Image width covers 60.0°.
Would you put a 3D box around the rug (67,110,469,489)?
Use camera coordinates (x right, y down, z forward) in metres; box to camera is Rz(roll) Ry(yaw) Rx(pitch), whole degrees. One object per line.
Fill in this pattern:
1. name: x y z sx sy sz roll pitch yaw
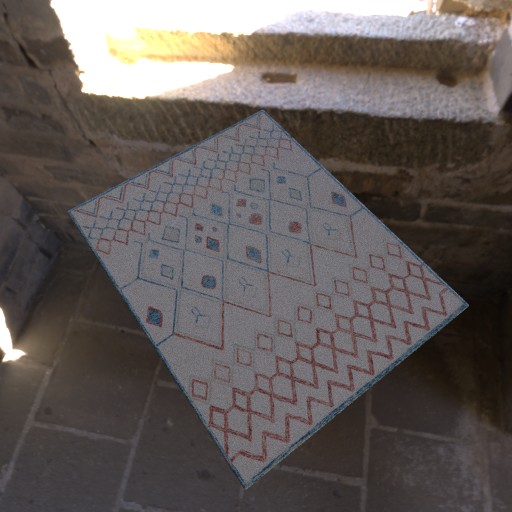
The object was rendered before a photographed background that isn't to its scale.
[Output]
1. rug: 0.000 0.000 4.172 2.441 0.016 3.050 -33 65 -17
